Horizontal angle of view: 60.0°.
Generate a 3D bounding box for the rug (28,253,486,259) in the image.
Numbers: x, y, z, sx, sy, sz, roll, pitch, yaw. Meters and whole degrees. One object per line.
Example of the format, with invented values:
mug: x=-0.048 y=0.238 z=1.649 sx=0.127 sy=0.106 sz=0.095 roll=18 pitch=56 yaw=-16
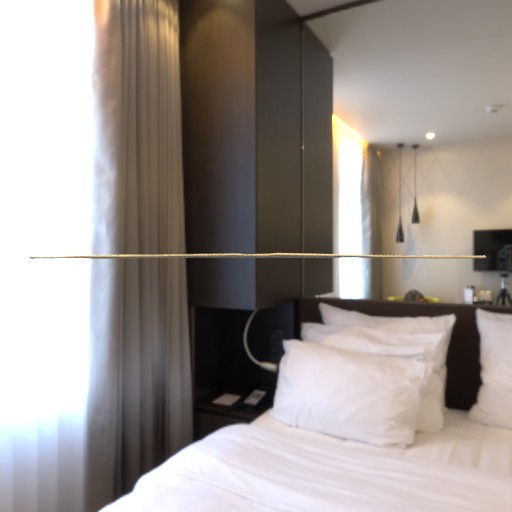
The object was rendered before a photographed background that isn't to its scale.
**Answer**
rug: x=0.000 y=0.000 z=3.005 sx=2.305 sy=0.029 sz=1.593 roll=0 pitch=0 yaw=-1
